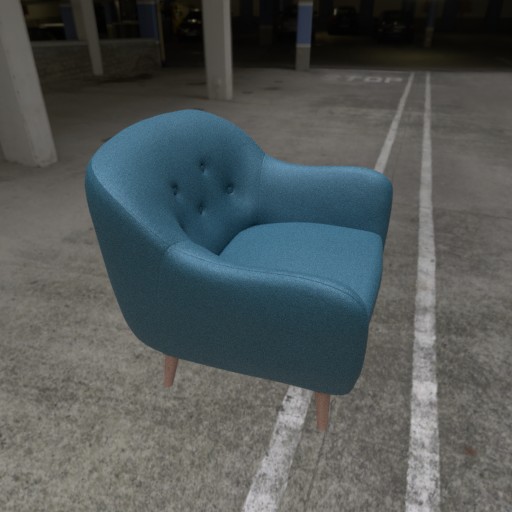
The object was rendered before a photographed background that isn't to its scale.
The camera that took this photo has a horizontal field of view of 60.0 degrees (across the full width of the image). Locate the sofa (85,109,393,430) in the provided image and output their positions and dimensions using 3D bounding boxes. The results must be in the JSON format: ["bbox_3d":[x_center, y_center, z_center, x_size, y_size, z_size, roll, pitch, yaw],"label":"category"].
[{"bbox_3d":[0.000,0.000,1.491,0.825,0.817,0.836,10,33,16],"label":"sofa"}]
